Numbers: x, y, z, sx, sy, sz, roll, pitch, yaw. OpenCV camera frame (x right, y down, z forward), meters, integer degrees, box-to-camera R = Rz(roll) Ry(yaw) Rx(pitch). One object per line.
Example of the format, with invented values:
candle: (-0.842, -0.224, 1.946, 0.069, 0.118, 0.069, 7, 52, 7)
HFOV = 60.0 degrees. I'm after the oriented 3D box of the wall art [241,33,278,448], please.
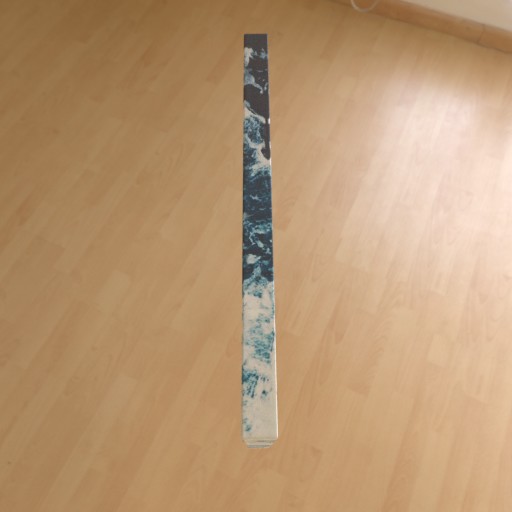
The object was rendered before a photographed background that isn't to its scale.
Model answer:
wall art: (0.000, 0.000, 0.775, 0.043, 0.407, 0.609, 0, 65, 0)
